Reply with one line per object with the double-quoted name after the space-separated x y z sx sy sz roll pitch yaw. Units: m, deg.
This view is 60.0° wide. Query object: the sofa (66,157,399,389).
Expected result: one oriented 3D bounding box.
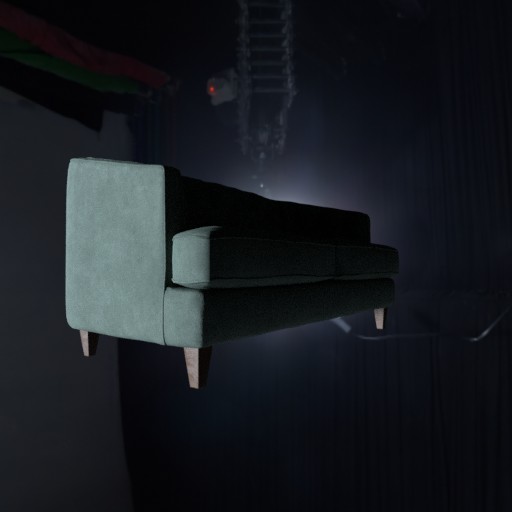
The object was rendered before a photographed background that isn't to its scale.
0.000 0.000 2.246 0.941 0.855 1.733 -1 -1 36 "sofa"
